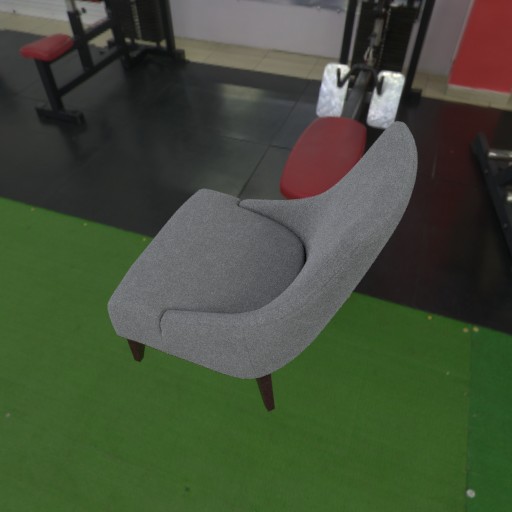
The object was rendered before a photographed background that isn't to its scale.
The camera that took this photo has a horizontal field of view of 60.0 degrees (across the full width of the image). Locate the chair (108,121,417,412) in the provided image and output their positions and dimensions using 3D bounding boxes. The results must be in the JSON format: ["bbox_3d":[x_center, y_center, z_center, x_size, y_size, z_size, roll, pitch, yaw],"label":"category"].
[{"bbox_3d":[0.000,0.000,1.539,0.861,0.909,0.701,17,48,15],"label":"chair"}]
